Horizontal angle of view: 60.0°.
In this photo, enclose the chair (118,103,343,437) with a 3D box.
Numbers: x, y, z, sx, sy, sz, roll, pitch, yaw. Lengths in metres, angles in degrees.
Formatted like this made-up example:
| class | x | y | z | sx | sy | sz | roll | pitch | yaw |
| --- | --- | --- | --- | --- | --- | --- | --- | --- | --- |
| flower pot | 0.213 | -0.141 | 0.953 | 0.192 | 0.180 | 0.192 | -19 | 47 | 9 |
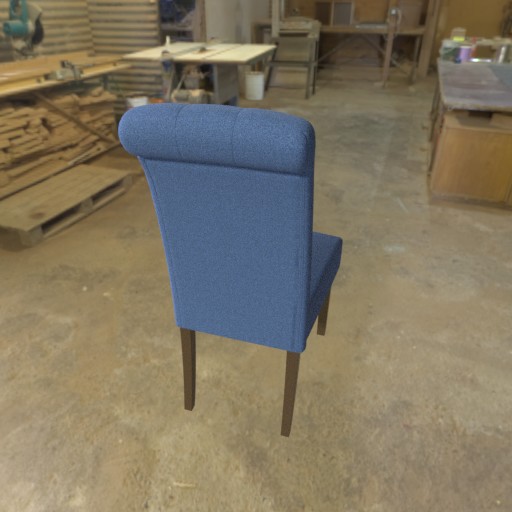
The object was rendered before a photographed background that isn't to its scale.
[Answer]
| class | x | y | z | sx | sy | sz | roll | pitch | yaw |
| --- | --- | --- | --- | --- | --- | --- | --- | --- | --- |
| chair | 0.000 | 0.000 | 1.370 | 0.456 | 1.006 | 0.671 | 9 | 32 | 15 |
